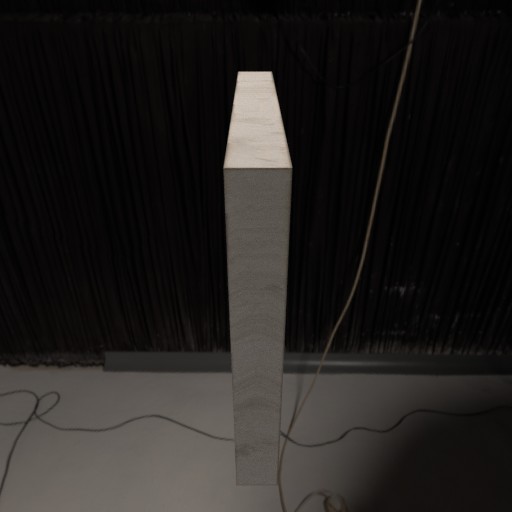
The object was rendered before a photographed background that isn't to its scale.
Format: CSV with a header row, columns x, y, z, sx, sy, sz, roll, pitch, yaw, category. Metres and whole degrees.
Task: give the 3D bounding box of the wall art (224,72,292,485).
x,y,z,sx,sy,sz,roll,pitch,yaw,category
0.000,0.000,0.454,0.038,0.303,0.305,0,32,0,wall art
